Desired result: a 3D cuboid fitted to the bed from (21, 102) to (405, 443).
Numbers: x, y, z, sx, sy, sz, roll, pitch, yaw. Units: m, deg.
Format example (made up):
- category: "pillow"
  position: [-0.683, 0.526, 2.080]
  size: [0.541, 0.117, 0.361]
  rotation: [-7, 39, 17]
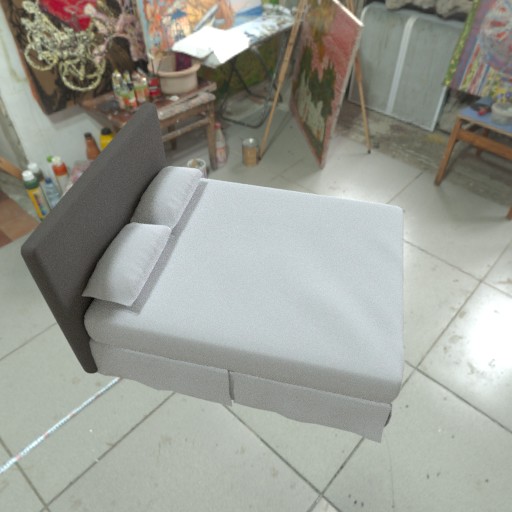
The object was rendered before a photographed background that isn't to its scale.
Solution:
- category: "bed"
  position: [0.000, 0.000, 3.133]
  size: [2.142, 1.330, 1.723]
  rotation: [10, 47, 9]
